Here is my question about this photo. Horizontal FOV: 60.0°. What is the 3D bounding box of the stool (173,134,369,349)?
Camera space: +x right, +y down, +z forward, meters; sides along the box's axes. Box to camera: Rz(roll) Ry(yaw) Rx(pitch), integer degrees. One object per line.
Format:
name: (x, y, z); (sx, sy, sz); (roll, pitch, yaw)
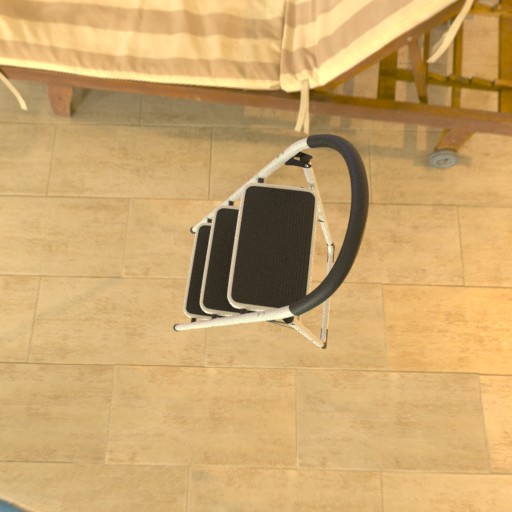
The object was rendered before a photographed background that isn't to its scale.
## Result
stool: (0.000, 0.000, 1.471); (0.676, 1.109, 0.485); (7, 76, 2)
